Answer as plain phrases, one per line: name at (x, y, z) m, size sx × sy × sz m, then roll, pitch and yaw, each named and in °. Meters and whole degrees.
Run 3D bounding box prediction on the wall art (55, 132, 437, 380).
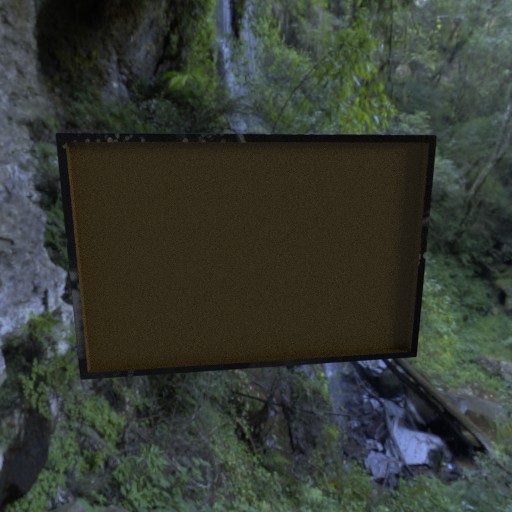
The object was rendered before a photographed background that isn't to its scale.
wall art at (0.000, 0.000, 0.765) m, size 0.609 × 0.406 × 0.037 m, roll -2°, pitch 14°, yaw -8°
